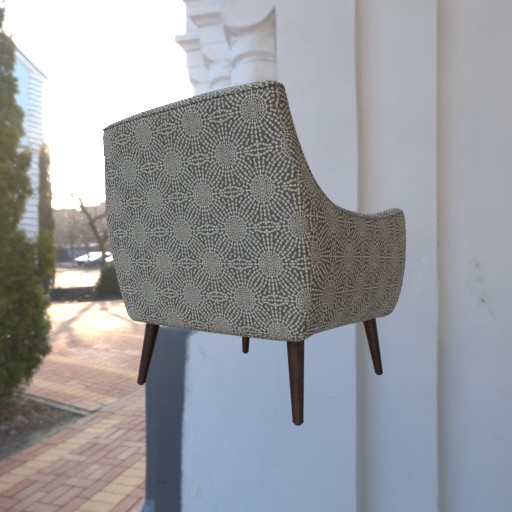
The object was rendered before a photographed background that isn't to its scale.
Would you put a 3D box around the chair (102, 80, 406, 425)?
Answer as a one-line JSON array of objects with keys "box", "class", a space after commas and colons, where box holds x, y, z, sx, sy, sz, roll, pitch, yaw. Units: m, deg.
[{"box": [0.000, 0.000, 1.463, 0.762, 0.838, 0.787, 0, 0, 36], "class": "chair"}]
